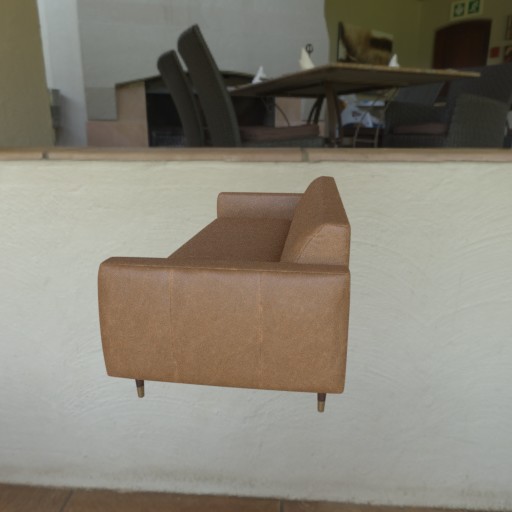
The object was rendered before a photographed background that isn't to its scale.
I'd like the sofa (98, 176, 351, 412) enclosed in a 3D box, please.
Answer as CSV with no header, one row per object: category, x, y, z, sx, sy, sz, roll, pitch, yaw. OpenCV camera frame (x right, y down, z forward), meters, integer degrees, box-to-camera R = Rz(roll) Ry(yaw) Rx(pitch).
sofa,0.000,0.000,2.747,0.990,0.821,2.291,2,15,8
